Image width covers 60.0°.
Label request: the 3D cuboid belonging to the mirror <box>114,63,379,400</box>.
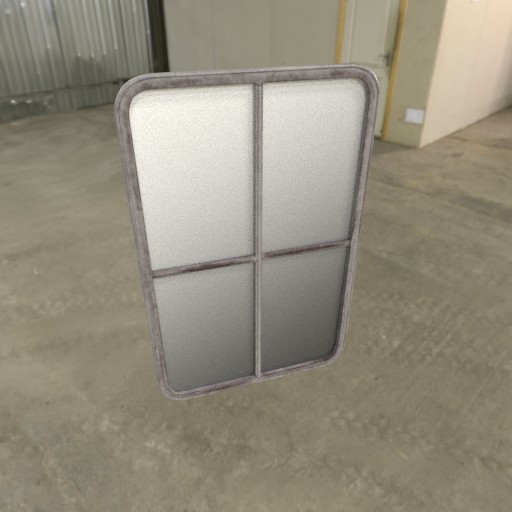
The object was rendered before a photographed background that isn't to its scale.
[{"bbox_3d":[0.000,0.000,0.900,0.461,0.713,0.024,-9,33,-15],"label":"mirror"}]
